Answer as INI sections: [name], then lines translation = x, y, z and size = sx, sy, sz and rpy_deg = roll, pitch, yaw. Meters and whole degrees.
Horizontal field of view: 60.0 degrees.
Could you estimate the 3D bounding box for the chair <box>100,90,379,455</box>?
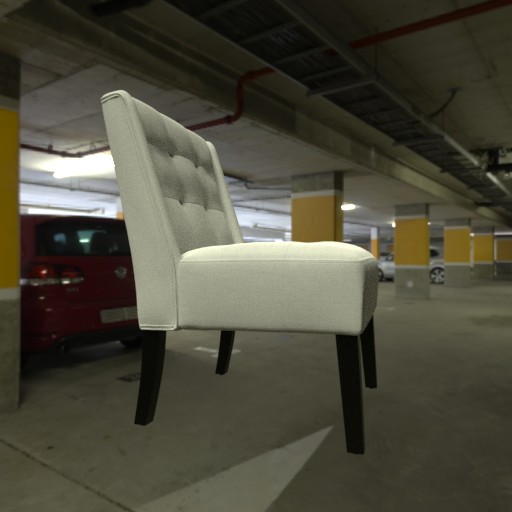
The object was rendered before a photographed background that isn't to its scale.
[chair]
translation = 0.000, 0.000, 1.291
size = 0.676, 0.853, 0.569
rpy_deg = 0, 0, 18
